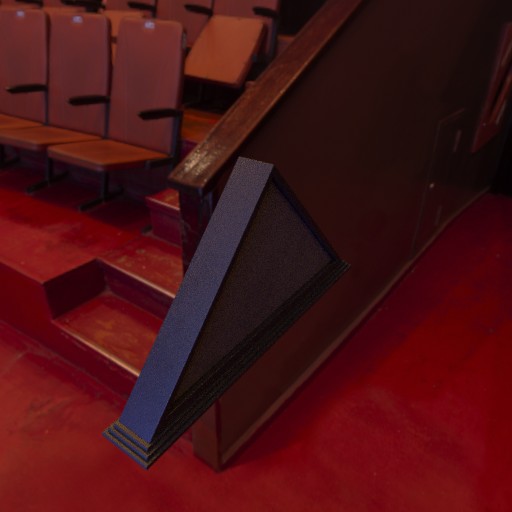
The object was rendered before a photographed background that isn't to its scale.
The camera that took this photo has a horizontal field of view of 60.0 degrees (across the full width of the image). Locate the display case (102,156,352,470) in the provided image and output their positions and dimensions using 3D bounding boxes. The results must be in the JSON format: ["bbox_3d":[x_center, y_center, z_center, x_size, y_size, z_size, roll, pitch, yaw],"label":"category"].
[{"bbox_3d":[0.000,0.000,0.764,0.095,0.340,0.640,20,37,30],"label":"display case"}]
